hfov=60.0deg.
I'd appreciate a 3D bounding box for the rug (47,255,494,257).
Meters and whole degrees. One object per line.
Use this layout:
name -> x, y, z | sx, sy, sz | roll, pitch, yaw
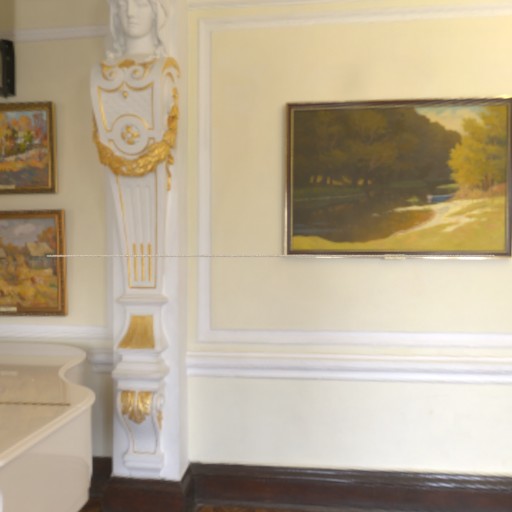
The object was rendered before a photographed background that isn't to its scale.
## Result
rug -> 0.000, 0.000, 2.665 | 2.435, 0.009, 0.750 | 0, 0, 18
